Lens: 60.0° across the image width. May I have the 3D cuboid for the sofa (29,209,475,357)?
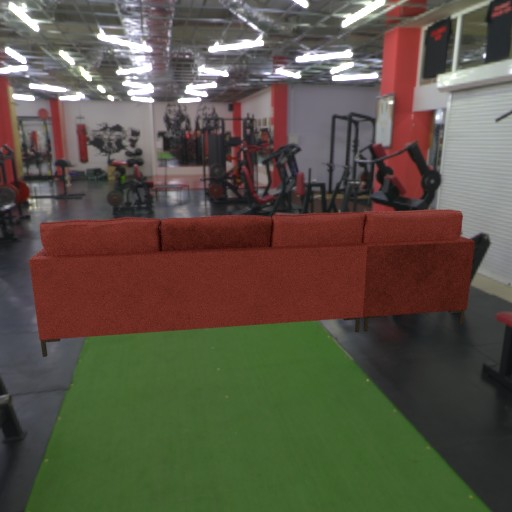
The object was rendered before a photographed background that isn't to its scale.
[{"bbox_3d":[0.000,0.000,4.046,3.400,0.967,1.500,-3,15,-10],"label":"sofa"}]
